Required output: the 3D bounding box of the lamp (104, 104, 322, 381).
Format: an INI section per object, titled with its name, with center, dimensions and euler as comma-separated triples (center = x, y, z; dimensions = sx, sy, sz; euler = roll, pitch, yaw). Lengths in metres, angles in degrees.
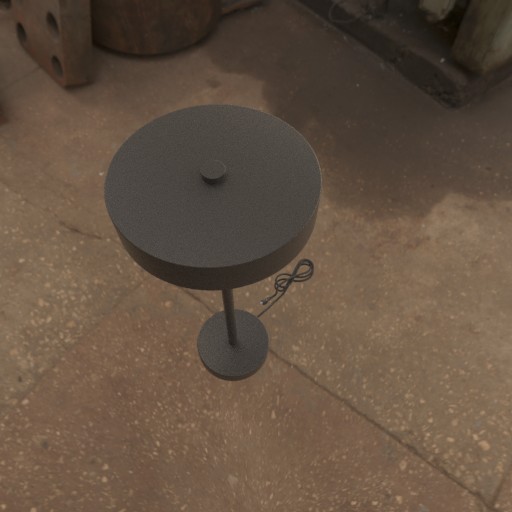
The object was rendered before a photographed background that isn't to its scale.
[lamp]
center = 0.000, 0.000, 0.705
dimensions = 0.229, 0.508, 0.369
euler = 35, 64, 20
